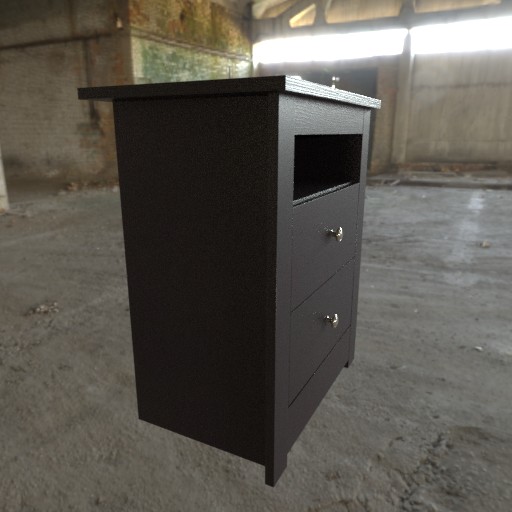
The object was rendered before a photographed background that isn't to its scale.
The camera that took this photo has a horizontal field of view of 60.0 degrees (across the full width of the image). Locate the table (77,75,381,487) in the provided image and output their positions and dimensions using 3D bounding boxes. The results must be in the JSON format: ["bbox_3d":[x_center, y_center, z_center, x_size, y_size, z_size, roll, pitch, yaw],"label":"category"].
[{"bbox_3d":[0.000,0.000,1.042,0.408,0.711,0.589,8,18,26],"label":"table"}]
